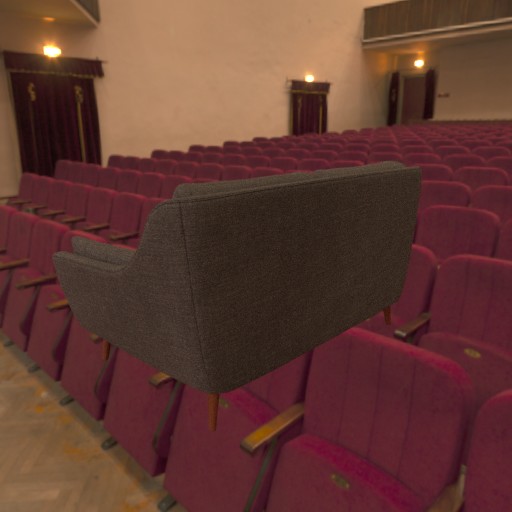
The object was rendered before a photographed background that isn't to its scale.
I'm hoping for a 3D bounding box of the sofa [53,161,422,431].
[{"bbox_3d":[0.000,0.000,2.193,1.646,0.887,0.976,-16,23,-42],"label":"sofa"}]
